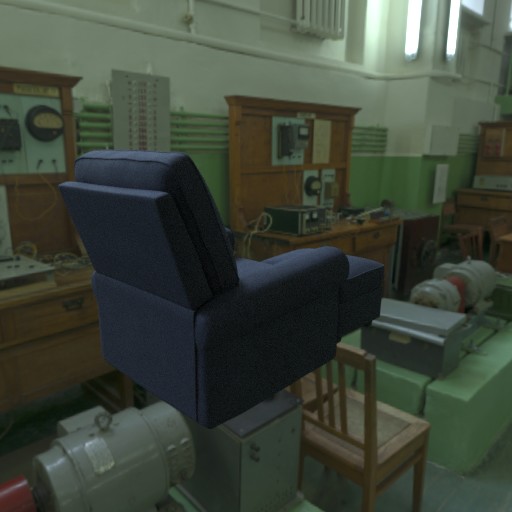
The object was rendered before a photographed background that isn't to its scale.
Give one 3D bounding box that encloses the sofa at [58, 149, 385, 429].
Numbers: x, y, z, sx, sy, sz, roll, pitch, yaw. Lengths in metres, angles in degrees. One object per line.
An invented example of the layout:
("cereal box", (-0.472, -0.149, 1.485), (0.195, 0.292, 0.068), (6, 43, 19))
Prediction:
("sofa", (0.000, 0.000, 2.051), (0.880, 0.959, 1.478), (13, 19, 43))
